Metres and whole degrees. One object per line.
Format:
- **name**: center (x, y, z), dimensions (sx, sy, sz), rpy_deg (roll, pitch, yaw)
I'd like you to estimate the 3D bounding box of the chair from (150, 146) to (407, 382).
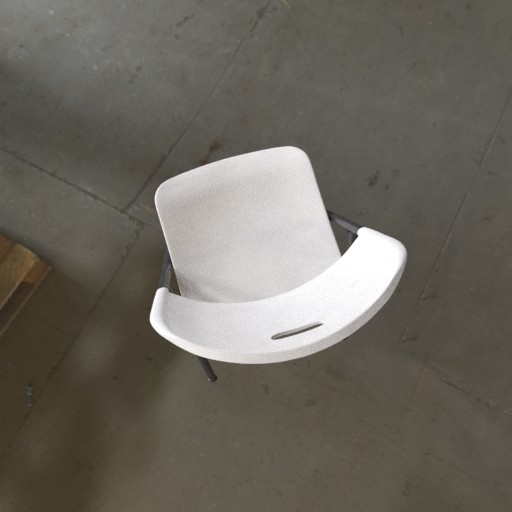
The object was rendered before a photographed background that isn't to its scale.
- **chair**: center (0.000, 0.000, 1.172), dimensions (0.494, 0.810, 0.566), rpy_deg (-17, 76, -4)
